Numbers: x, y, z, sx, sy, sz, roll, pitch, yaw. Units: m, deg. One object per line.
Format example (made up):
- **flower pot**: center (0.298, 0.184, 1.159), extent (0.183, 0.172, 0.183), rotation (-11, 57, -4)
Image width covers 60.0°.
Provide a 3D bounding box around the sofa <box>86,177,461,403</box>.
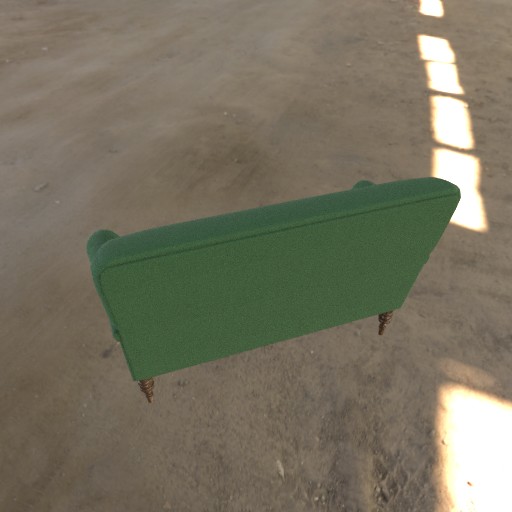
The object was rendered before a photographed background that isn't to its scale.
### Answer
- **sofa**: center (0.000, 0.000, 1.845), extent (1.297, 0.889, 0.779), rotation (-13, 42, -14)
